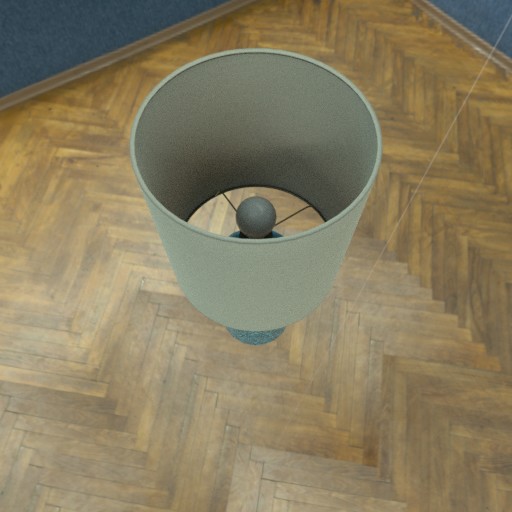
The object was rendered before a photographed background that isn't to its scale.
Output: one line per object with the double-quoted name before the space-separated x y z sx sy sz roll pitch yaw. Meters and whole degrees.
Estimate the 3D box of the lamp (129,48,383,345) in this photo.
"lamp" 0.000 0.000 0.756 0.278 0.597 0.278 -30 67 -14
